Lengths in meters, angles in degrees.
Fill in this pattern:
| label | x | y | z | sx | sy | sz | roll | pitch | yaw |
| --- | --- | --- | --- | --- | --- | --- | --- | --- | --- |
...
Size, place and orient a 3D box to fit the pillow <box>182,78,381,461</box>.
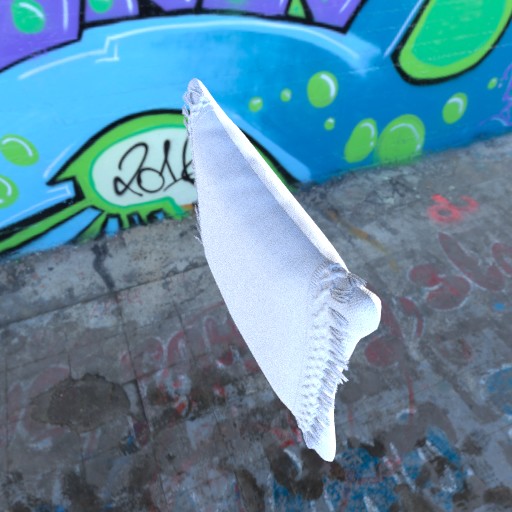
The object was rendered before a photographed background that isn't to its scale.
| label | x | y | z | sx | sy | sz | roll | pitch | yaw |
| --- | --- | --- | --- | --- | --- | --- | --- | --- | --- |
| pillow | 0.000 | 0.000 | 0.586 | 0.084 | 0.305 | 0.466 | -17 | 47 | -16 |
